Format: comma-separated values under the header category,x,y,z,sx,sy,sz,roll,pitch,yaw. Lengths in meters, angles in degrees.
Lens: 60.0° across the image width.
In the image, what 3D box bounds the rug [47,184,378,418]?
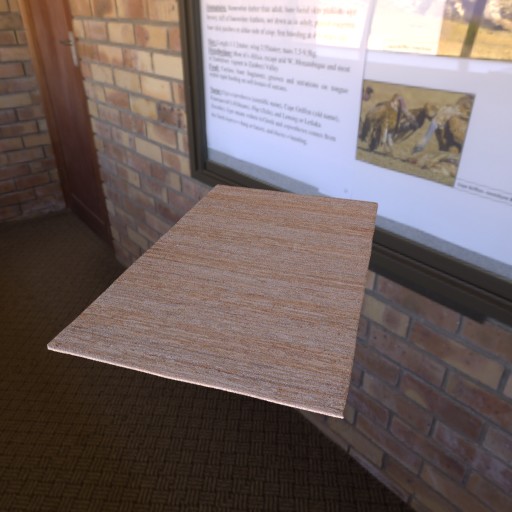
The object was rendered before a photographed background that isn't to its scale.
category,x,y,z,sx,sy,sz,roll,pitch,yaw
rug,0.000,0.000,3.090,1.529,0.009,2.446,9,31,15
